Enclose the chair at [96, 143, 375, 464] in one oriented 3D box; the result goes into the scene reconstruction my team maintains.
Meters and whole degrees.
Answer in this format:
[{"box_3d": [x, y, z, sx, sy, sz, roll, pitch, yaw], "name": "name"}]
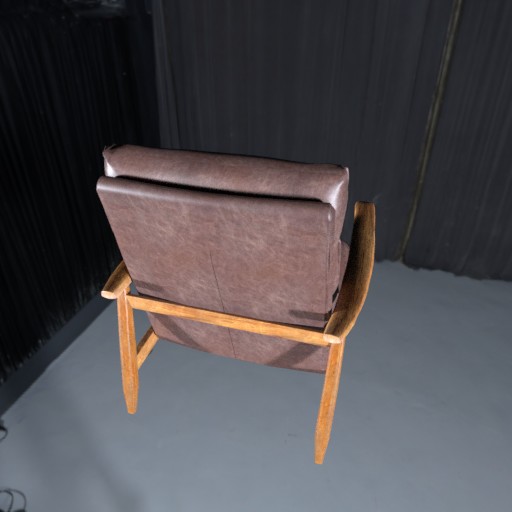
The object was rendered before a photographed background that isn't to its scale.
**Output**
[{"box_3d": [0.000, 0.000, 1.531, 0.782, 0.897, 0.830, 9, 33, 14], "name": "chair"}]
